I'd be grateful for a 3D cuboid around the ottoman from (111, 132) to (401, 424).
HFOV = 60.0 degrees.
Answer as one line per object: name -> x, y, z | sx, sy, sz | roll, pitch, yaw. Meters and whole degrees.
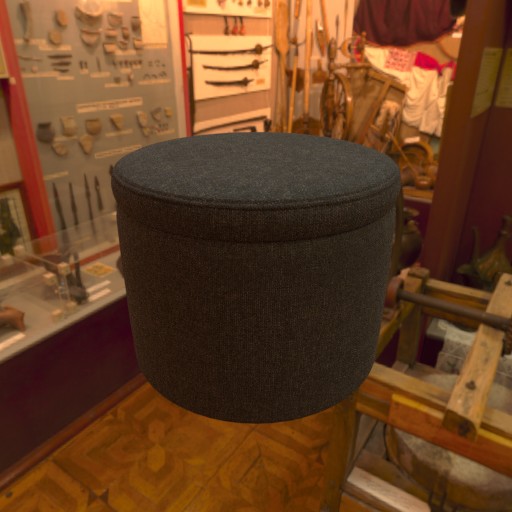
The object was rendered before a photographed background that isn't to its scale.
ottoman -> 0.000, 0.000, 0.900 | 0.520, 0.430, 0.520 | 0, 26, 0
